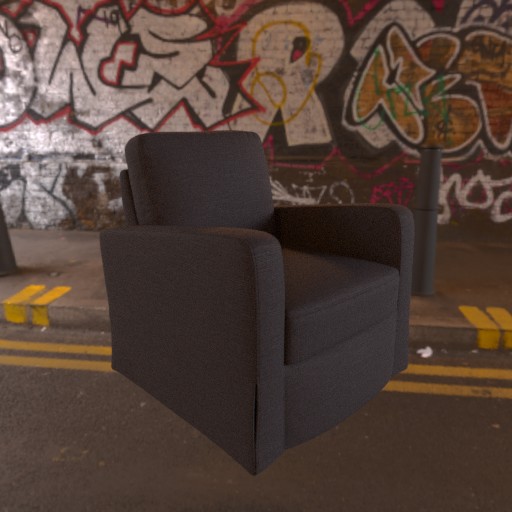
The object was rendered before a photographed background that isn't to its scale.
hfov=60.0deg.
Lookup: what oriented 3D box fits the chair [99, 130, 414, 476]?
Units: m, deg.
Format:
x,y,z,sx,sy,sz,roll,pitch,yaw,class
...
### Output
x,y,z,sx,sy,sz,roll,pitch,yaw,class
0.000,0.000,1.541,0.798,0.855,0.863,-14,20,-42,chair
